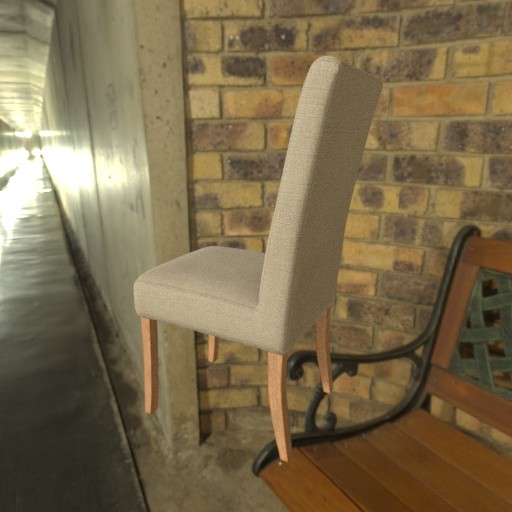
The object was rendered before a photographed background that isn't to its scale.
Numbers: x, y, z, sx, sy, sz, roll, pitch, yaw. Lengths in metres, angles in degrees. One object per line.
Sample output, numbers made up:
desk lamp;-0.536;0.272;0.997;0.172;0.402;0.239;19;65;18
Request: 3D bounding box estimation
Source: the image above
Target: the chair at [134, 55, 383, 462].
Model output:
chair;0.000;0.000;1.350;0.611;1.033;0.450;8;17;26
